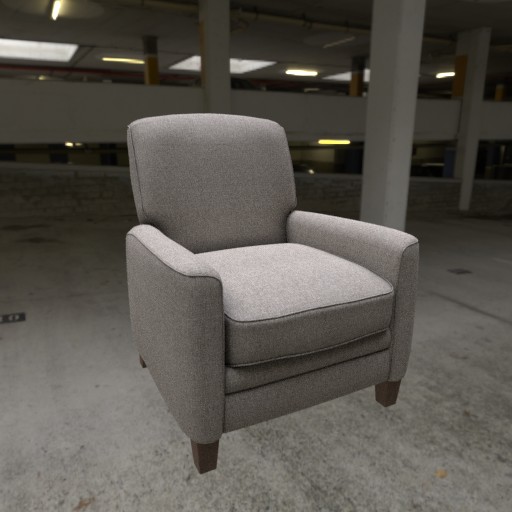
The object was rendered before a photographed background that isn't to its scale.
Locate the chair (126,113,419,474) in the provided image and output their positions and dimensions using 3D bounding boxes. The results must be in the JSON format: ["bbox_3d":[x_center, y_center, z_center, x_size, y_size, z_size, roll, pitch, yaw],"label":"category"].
[{"bbox_3d":[0.000,0.000,1.606,0.848,1.014,0.864,-8,17,-26],"label":"chair"}]
